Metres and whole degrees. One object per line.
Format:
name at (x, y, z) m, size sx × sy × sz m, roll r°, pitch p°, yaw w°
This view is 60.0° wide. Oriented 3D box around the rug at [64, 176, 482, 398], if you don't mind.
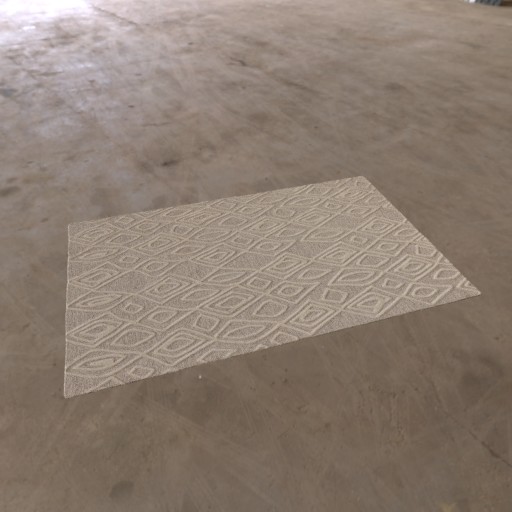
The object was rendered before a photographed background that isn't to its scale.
rug at (0.000, 0.000, 3.004) m, size 2.442 × 0.010 × 1.546 m, roll -11°, pitch 41°, yaw -13°
